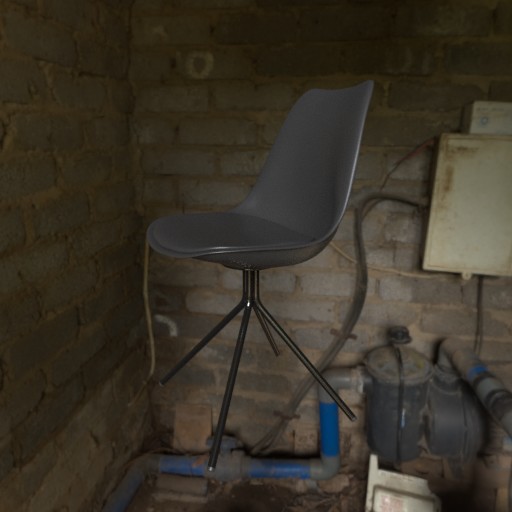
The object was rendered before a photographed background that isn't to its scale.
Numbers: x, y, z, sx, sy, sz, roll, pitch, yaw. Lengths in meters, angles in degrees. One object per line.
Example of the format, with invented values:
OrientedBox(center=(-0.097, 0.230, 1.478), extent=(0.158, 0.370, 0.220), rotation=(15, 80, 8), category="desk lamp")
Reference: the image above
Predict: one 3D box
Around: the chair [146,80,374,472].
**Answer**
OrientedBox(center=(0.000, 0.000, 1.141), extent=(0.525, 0.850, 0.461), rotation=(-8, 17, -26), category="chair")
